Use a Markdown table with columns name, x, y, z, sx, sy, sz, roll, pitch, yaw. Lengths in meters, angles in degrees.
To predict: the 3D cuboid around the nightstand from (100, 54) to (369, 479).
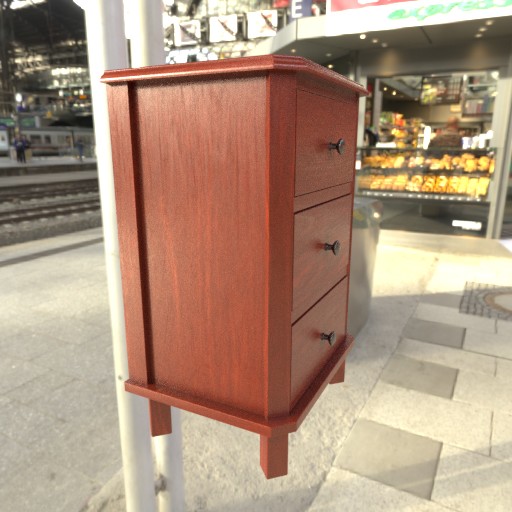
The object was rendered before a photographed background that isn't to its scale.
| name | x | y | z | sx | sy | sz | roll | pitch | yaw |
| --- | --- | --- | --- | --- | --- | --- | --- | --- | --- |
| nightstand | 0.000 | 0.000 | 0.912 | 0.351 | 0.681 | 0.435 | 7 | 16 | 26 |
